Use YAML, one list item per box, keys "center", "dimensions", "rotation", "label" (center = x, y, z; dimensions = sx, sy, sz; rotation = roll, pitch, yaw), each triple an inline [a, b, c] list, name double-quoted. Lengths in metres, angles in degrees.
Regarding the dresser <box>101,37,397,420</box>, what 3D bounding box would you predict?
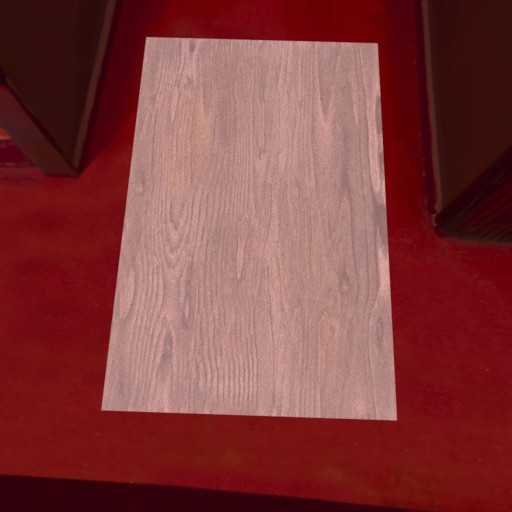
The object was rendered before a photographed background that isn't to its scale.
- center: [0.000, 0.000, 1.269]
  dimensions: [0.529, 0.762, 0.809]
  rotation: [2, 74, 1]
  label: "dresser"
